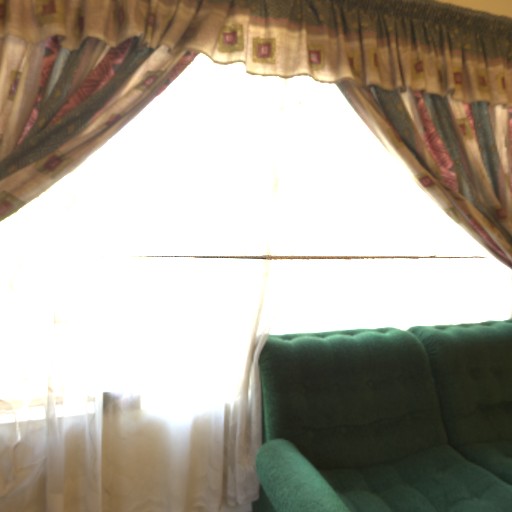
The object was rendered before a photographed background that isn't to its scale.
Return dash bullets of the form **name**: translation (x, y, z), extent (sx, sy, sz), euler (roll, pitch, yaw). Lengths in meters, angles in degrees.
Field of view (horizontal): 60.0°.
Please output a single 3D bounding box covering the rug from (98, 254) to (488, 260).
- **rug**: translation (0.000, 0.000, 1.899), extent (0.920, 0.013, 1.541), euler (0, 0, -35)
